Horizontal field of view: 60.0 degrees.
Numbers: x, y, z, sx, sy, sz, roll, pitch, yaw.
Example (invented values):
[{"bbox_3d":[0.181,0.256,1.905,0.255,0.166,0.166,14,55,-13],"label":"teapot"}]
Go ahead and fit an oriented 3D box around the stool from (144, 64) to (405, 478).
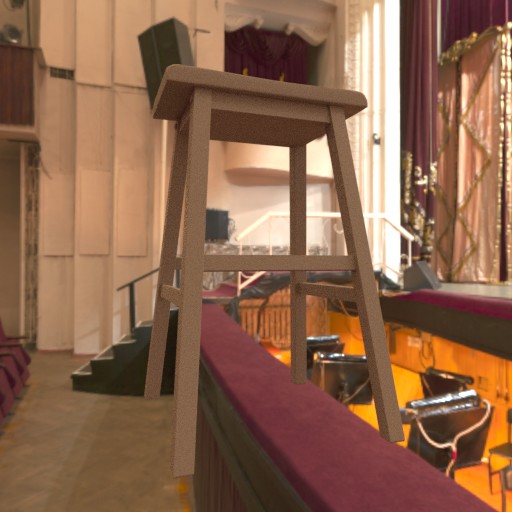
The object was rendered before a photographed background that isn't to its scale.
[{"bbox_3d":[0.000,0.000,1.029,0.457,0.737,0.476,0,-1,-20],"label":"stool"}]
